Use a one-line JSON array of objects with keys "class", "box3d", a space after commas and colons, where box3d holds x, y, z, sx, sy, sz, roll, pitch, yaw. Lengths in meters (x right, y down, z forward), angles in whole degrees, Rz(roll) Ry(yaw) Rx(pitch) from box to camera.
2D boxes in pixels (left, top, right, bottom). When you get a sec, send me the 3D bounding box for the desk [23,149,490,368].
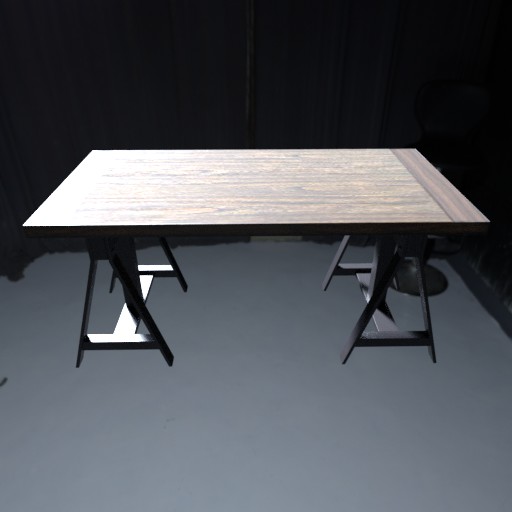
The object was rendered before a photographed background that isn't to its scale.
[{"class": "desk", "box3d": [0.000, 0.000, 1.967, 1.543, 0.725, 0.784, -1, 31, -1]}]
